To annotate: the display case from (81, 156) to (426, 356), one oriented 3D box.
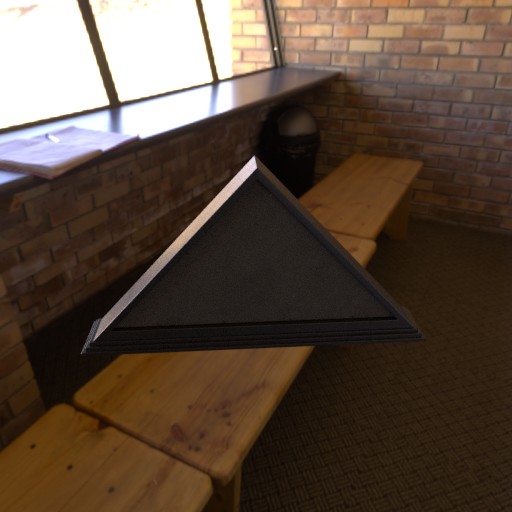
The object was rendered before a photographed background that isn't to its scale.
[{"bbox_3d":[0.000,0.000,0.782,0.640,0.340,0.095,-2,29,-3],"label":"display case"}]
